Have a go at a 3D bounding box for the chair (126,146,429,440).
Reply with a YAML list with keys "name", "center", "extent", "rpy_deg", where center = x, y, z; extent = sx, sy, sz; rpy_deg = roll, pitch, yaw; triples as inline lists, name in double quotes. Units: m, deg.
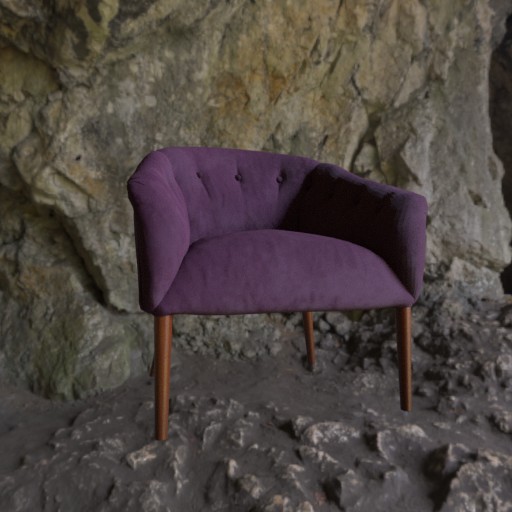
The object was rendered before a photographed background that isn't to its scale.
- name: "chair"
  center: [0.000, 0.000, 1.497]
  extent: [0.851, 0.885, 0.776]
  rpy_deg: [0, -1, -17]
